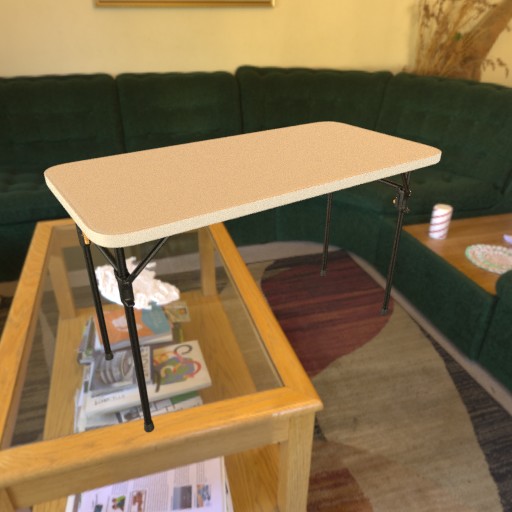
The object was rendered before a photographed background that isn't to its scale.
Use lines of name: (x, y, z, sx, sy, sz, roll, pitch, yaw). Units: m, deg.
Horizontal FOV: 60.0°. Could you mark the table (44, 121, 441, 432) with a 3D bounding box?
table: (0.000, 0.000, 1.629, 1.219, 0.729, 0.610, -18, 34, -29)
